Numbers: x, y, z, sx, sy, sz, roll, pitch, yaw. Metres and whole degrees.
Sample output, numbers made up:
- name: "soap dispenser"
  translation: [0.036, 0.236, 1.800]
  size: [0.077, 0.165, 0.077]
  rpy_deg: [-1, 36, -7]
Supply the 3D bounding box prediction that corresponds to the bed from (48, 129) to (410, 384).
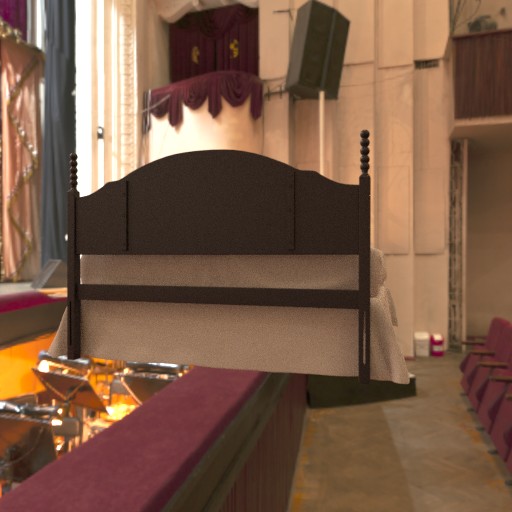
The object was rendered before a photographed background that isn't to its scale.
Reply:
- name: "bed"
  translation: [0.000, 0.000, 3.666]
  size: [2.322, 1.355, 2.219]
  rpy_deg: [0, 0, 17]
